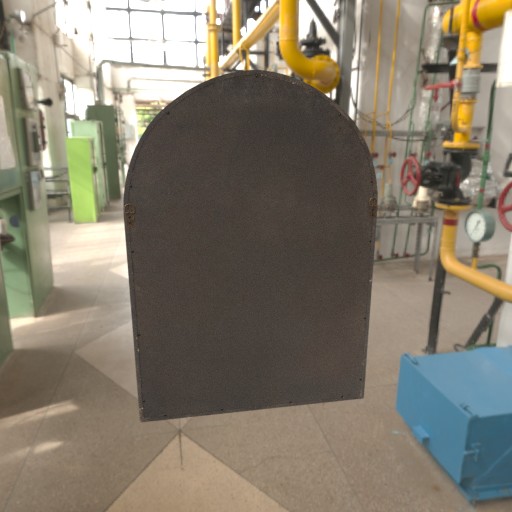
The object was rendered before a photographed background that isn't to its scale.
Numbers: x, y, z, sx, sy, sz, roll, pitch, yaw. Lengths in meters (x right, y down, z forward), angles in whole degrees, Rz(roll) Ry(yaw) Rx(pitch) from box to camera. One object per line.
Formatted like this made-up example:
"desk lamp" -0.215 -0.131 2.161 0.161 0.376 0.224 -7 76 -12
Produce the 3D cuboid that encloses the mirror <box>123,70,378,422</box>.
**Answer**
"mirror" 0.000 0.000 1.181 0.660 0.920 0.032 -3 15 -10
